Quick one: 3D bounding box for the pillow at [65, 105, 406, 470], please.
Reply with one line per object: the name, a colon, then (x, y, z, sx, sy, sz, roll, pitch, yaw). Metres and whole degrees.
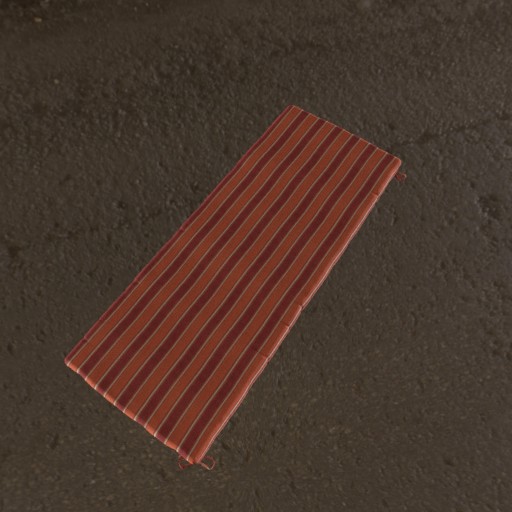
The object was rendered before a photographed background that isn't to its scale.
pillow: (0.000, 0.000, 1.369, 0.492, 0.081, 1.187, 32, 68, 15)
